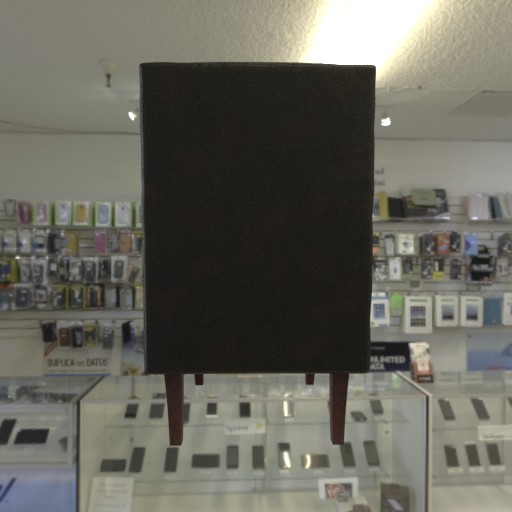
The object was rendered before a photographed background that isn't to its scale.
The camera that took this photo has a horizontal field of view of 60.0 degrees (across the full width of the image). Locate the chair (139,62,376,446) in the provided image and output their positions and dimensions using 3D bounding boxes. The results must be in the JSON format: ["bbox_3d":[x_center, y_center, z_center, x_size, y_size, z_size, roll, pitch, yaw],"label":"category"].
[{"bbox_3d":[0.000,0.000,1.653,0.703,1.142,0.799,0,0,-1],"label":"chair"}]
